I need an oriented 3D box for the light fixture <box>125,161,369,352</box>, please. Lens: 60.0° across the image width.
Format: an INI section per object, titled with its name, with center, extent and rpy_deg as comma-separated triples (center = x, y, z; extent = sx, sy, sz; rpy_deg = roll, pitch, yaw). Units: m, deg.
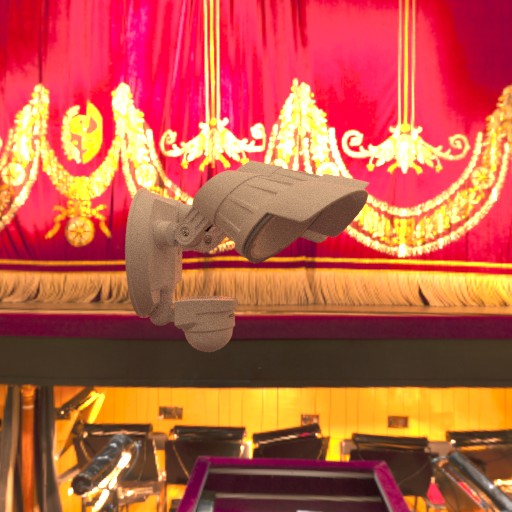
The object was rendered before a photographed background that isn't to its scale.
[light fixture]
center = 0.000, 0.000, 0.553
extent = 0.278, 0.237, 0.369
rpy_deg = 0, -1, 0
